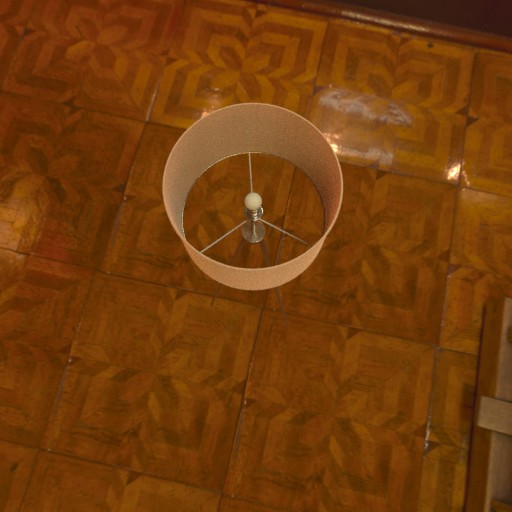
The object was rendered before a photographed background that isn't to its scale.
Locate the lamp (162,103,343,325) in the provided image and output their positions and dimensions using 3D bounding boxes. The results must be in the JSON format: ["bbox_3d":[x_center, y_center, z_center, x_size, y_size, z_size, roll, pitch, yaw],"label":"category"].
[{"bbox_3d":[0.000,0.000,1.753,0.449,1.545,0.460,14,76,4],"label":"lamp"}]
